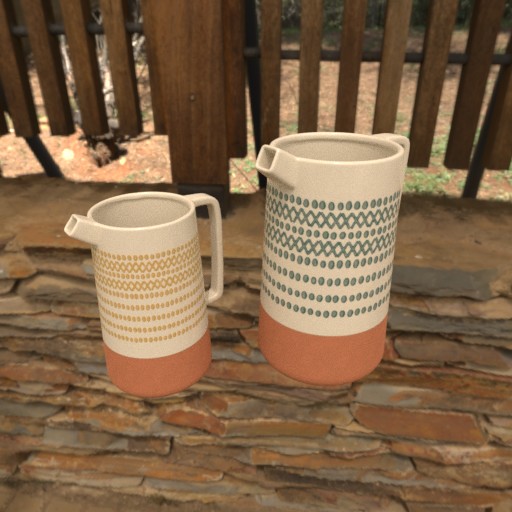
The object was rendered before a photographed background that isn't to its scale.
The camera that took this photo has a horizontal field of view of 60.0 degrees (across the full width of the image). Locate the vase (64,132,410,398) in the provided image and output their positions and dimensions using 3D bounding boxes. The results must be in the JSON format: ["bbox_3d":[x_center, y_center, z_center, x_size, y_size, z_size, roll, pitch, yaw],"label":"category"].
[{"bbox_3d":[0.000,0.000,0.461,0.326,0.247,0.168,1,27,1],"label":"vase"}]
